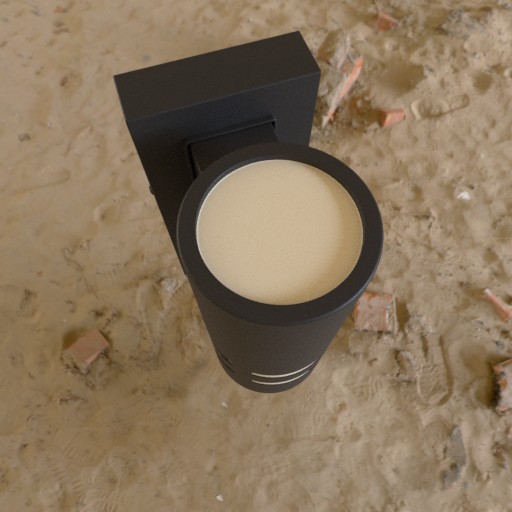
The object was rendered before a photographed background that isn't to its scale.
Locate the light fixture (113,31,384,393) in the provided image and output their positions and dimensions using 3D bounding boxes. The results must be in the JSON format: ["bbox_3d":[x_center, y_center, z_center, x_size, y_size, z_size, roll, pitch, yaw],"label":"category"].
[{"bbox_3d":[0.000,0.000,0.264,0.098,0.179,0.138,-17,67,-8],"label":"light fixture"}]
